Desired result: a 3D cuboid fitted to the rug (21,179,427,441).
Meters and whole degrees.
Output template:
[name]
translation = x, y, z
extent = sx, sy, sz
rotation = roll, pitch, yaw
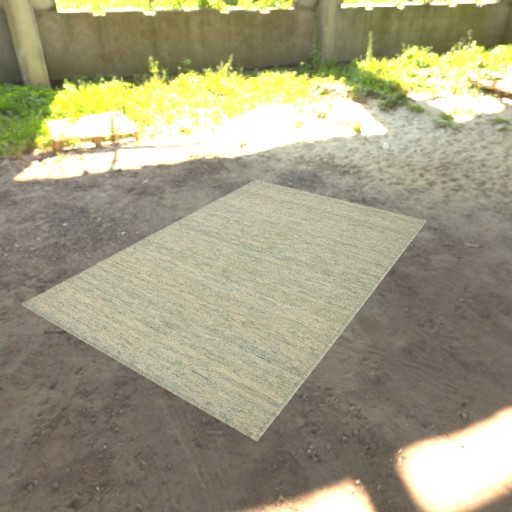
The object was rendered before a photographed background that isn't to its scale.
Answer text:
[rug]
translation = 0.000, 0.000, 2.314
extent = 1.250, 0.015, 1.850
rotation = 19, 35, 29
